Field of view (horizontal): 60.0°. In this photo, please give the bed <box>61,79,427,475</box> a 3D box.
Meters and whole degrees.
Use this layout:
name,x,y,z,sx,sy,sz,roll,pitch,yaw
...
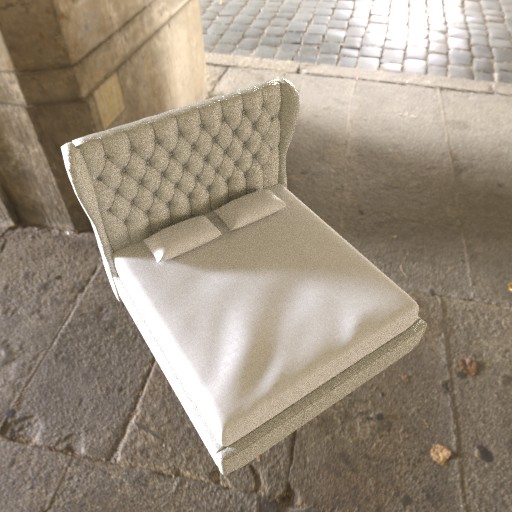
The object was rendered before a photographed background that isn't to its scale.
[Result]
name,x,y,z,sx,sy,sz,roll,pitch,yaw
bed,0.000,0.000,3.824,2.219,1.771,2.347,-26,52,-22
